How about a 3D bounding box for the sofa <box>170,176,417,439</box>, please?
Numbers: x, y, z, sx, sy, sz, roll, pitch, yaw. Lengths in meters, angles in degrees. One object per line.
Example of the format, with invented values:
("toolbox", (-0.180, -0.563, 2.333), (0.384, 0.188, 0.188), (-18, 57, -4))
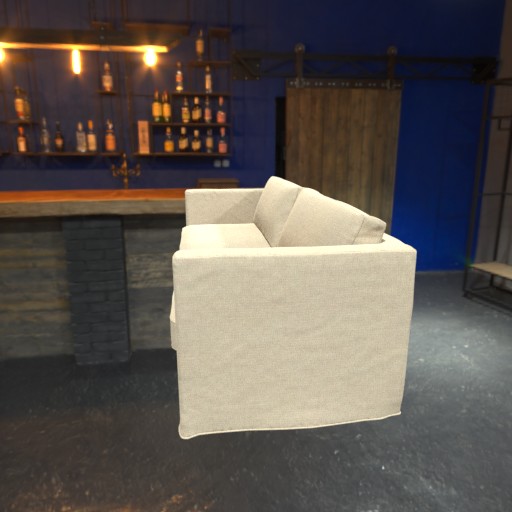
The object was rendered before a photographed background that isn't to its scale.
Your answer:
("sofa", (0.000, 0.000, 2.776), (0.962, 0.853, 2.312), (-2, 15, -7))
